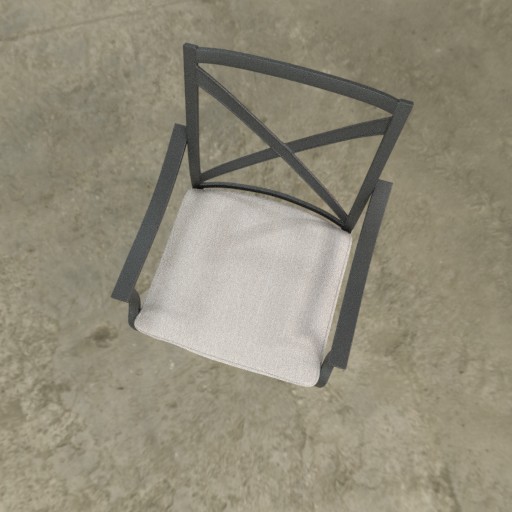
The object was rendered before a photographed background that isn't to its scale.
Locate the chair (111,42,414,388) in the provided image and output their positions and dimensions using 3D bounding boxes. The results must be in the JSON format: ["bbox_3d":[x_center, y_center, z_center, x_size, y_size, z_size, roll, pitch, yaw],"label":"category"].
[{"bbox_3d":[0.000,0.000,1.268,0.575,0.889,0.620,16,76,4],"label":"chair"}]
